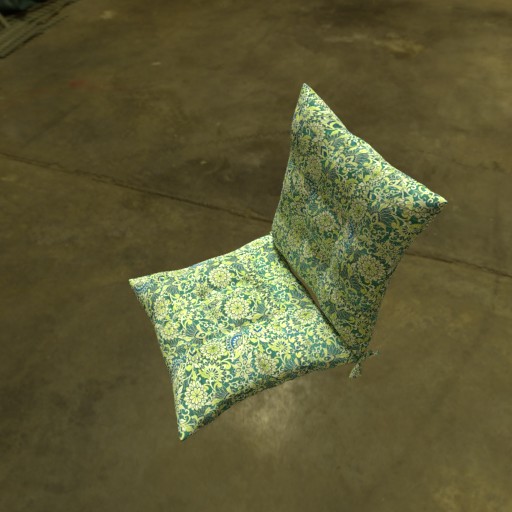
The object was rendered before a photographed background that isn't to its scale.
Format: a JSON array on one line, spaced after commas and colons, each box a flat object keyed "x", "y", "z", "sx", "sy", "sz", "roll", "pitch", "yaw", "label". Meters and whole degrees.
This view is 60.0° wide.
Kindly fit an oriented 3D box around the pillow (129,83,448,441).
[{"x": 0.000, "y": 0.000, "z": 1.041, "sx": 0.585, "sy": 0.536, "sz": 0.541, "roll": -18, "pitch": 49, "yaw": -17, "label": "pillow"}]
